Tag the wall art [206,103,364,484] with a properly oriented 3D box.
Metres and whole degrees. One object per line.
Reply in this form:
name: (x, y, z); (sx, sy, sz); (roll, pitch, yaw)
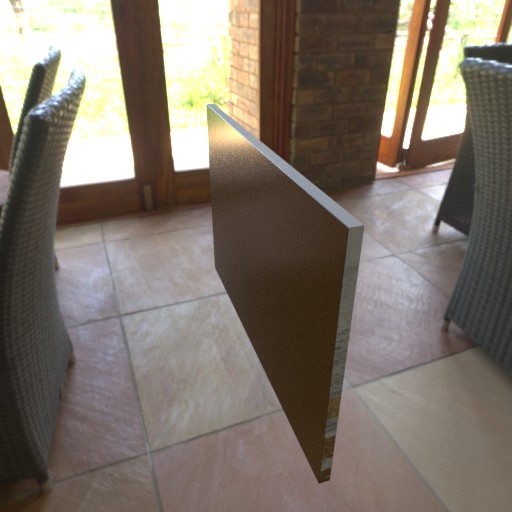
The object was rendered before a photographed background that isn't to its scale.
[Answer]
wall art: (0.000, 0.000, 1.182); (0.027, 0.610, 0.932); (-9, 31, -16)
